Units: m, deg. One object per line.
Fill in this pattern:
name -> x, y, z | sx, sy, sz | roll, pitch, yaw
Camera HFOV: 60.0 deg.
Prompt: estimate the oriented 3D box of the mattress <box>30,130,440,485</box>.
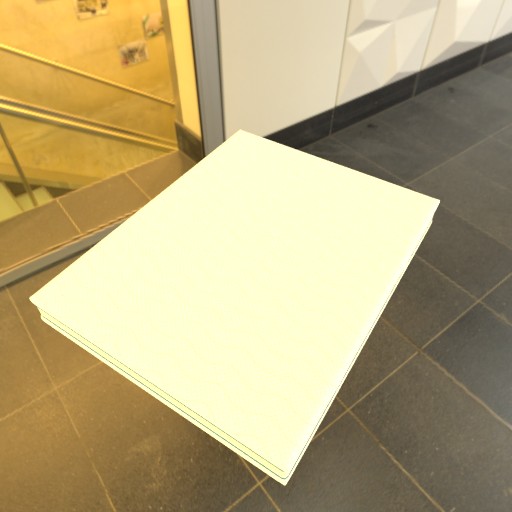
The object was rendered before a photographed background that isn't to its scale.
mattress -> 0.000, 0.000, 2.717 | 1.600, 0.230, 2.000 | 25, 52, 22
